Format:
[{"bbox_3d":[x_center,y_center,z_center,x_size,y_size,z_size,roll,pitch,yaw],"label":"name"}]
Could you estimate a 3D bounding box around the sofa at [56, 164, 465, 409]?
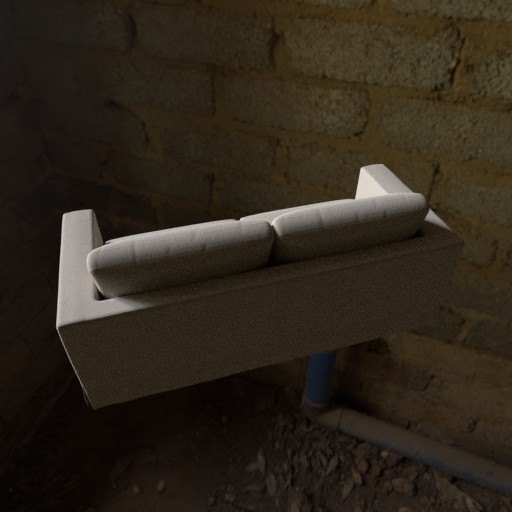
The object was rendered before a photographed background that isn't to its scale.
[{"bbox_3d":[0.000,0.000,2.673,2.163,0.881,0.954,-11,42,-12],"label":"sofa"}]
